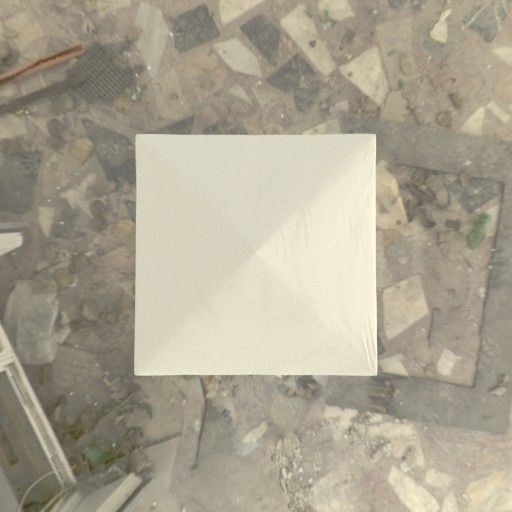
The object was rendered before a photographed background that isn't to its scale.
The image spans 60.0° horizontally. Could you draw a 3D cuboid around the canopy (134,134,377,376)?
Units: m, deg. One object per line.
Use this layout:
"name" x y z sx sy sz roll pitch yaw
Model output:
"canopy" 0.000 0.000 6.580 3.599 3.600 3.600 0 89 0
